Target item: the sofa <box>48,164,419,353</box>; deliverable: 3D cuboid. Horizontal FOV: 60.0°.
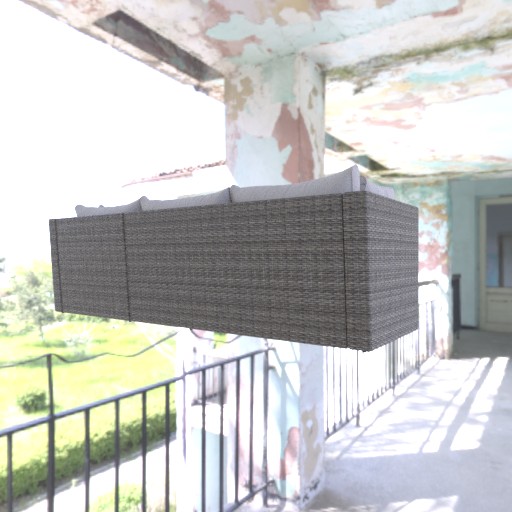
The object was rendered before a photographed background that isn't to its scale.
[{"bbox_3d":[0.000,0.000,2.965,2.192,0.766,1.662,0,0,35],"label":"sofa"}]
